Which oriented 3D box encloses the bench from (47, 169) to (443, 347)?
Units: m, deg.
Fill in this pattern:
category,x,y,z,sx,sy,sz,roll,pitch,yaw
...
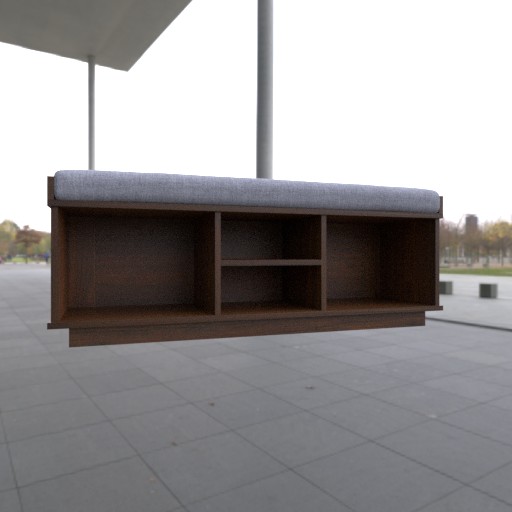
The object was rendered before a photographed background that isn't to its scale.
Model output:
category,x,y,z,sx,sy,sz,roll,pitch,yaw
bench,0.000,0.000,1.440,1.196,0.468,0.367,0,0,-18
